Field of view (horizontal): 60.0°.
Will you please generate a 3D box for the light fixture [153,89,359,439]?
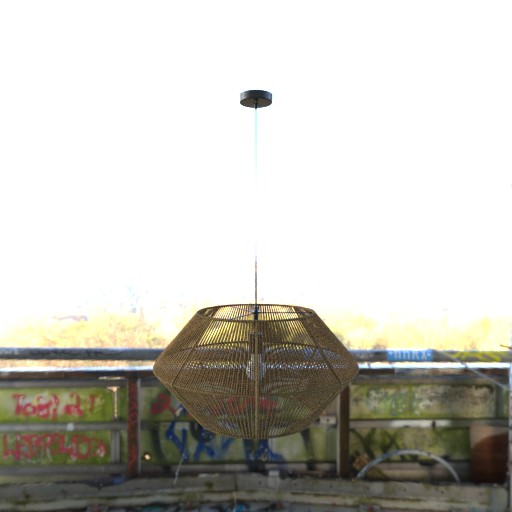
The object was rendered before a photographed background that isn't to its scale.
[{"bbox_3d":[0.000,0.000,1.401,0.643,1.009,0.643,0,1,0],"label":"light fixture"}]
